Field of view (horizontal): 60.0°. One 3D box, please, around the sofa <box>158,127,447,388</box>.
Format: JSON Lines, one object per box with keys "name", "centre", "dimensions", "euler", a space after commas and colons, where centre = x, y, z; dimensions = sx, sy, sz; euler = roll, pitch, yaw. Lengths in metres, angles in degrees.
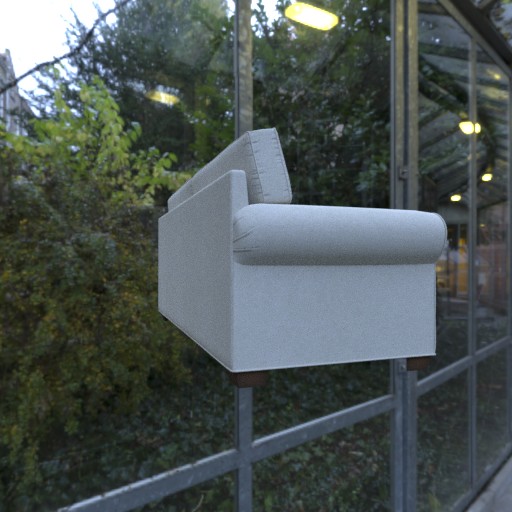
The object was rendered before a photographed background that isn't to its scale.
{"name": "sofa", "centre": [0.000, 0.000, 2.636], "dimensions": [0.901, 0.962, 2.146], "euler": [0, -1, -20]}
